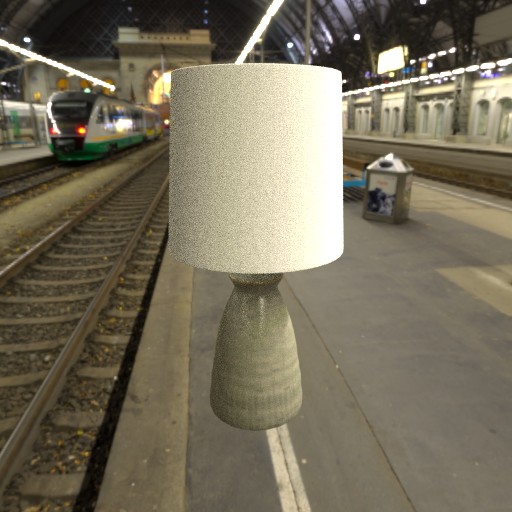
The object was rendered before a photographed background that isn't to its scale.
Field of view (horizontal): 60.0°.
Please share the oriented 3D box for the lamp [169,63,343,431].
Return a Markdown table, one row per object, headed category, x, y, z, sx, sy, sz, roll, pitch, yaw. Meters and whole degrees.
| category | x | y | z | sx | sy | sz | roll | pitch | yaw |
| --- | --- | --- | --- | --- | --- | --- | --- | --- | --- |
| lamp | 0.000 | 0.000 | 0.485 | 0.186 | 0.369 | 0.186 | 0 | 17 | 0 |
